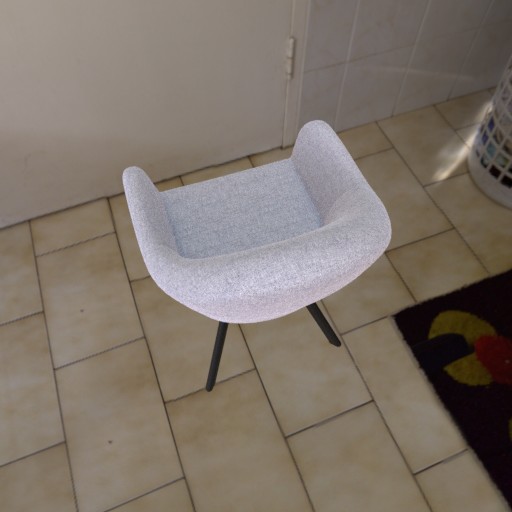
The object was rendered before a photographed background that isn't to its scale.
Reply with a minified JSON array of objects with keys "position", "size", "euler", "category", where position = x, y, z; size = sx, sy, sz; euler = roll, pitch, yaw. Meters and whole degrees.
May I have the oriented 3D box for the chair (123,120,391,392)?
[{"position":[0.000,0.000,1.175],"size":[0.540,0.780,0.570],"euler":[-17,61,-10],"category":"chair"}]
